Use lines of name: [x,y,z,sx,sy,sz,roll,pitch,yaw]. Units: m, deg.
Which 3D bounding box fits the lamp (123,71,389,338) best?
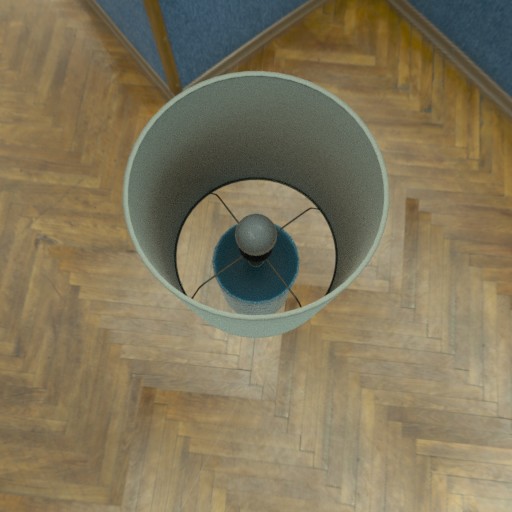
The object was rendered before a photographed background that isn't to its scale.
lamp: [0.000,0.000,0.752,0.278,0.597,0.278,-36,79,-8]
